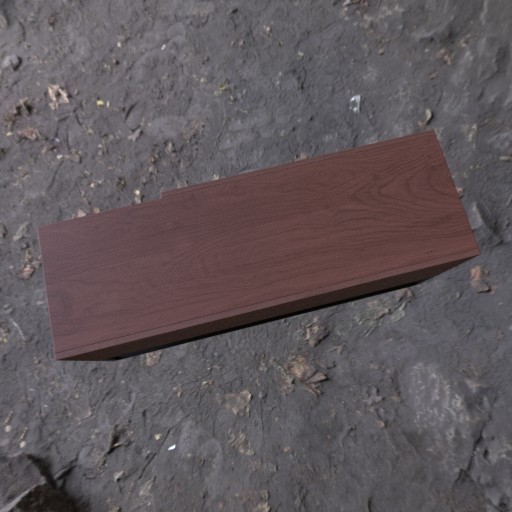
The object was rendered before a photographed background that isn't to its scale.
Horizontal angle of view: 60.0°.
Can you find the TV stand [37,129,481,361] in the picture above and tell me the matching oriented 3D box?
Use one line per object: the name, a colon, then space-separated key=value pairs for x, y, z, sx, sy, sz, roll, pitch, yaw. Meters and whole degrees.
TV stand: x=0.000 y=0.000 z=1.499 sx=1.200 sy=0.500 sz=0.415 roll=-14 pitch=77 yaw=-3
